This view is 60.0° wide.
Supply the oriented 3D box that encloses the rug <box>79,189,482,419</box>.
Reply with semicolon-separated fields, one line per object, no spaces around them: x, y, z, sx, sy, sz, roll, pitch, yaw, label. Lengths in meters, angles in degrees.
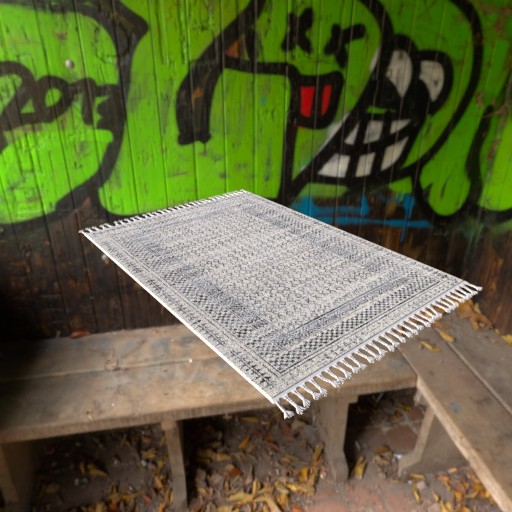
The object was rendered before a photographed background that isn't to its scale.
0.000;0.000;2.353;1.243;0.013;1.872;-20;33;-34;rug
